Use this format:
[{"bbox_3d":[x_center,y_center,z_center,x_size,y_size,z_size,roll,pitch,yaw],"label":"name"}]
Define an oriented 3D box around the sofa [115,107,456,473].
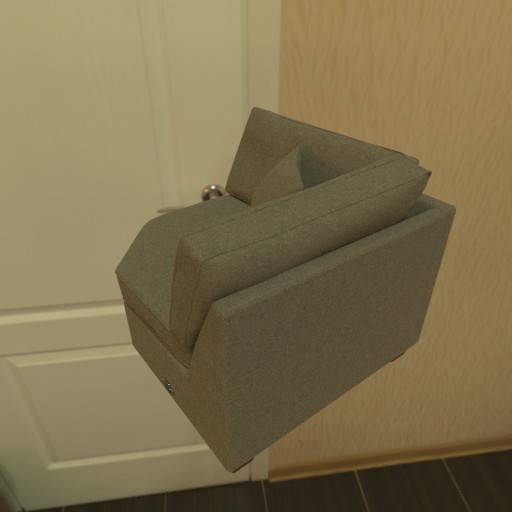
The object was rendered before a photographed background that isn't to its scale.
[{"bbox_3d":[0.000,0.000,1.843,1.042,0.951,1.050,-23,41,-30],"label":"sofa"}]
